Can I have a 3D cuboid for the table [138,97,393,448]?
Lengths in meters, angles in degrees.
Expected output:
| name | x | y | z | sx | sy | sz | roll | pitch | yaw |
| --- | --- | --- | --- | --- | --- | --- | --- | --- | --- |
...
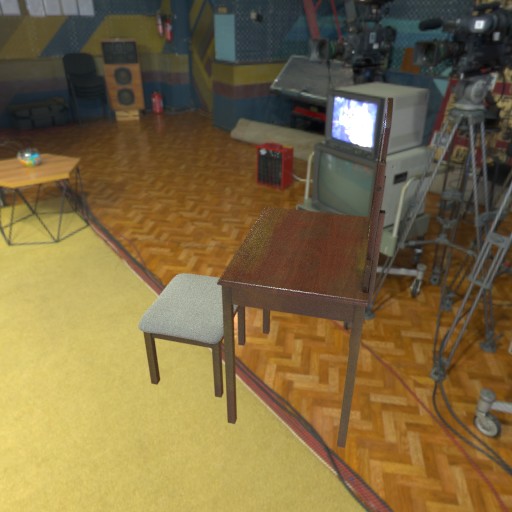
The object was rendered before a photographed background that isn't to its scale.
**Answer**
| name | x | y | z | sx | sy | sz | roll | pitch | yaw |
| --- | --- | --- | --- | --- | --- | --- | --- | --- | --- |
| table | 0.000 | 0.000 | 2.335 | 1.211 | 1.631 | 0.876 | 7 | 30 | 13 |
